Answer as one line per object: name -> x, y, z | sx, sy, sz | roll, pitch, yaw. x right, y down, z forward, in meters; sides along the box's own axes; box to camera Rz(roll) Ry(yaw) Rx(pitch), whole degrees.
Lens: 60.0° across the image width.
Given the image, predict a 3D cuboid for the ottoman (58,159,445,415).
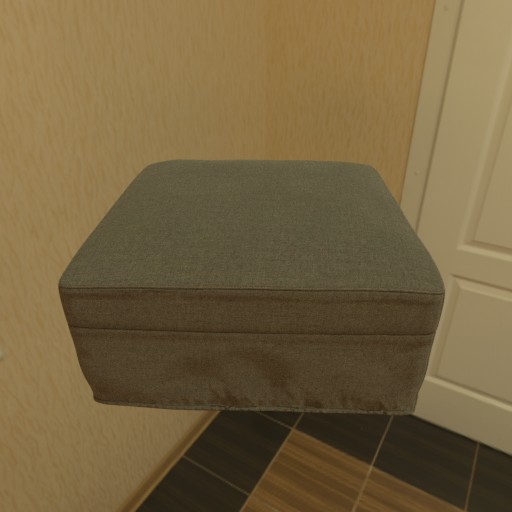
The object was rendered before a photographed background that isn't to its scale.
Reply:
ottoman -> 0.000, 0.000, 1.349 | 0.840, 0.436, 0.843 | 1, 30, 2
